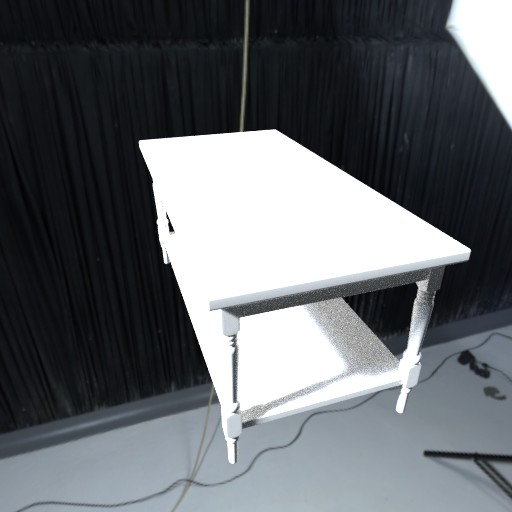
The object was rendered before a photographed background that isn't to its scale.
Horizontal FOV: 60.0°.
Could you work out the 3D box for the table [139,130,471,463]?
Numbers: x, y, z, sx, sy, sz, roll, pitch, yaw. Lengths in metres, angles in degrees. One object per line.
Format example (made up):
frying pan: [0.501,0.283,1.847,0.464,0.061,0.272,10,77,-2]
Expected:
table: [0.000,0.000,1.405,0.550,0.510,1.107,-9,30,-16]
